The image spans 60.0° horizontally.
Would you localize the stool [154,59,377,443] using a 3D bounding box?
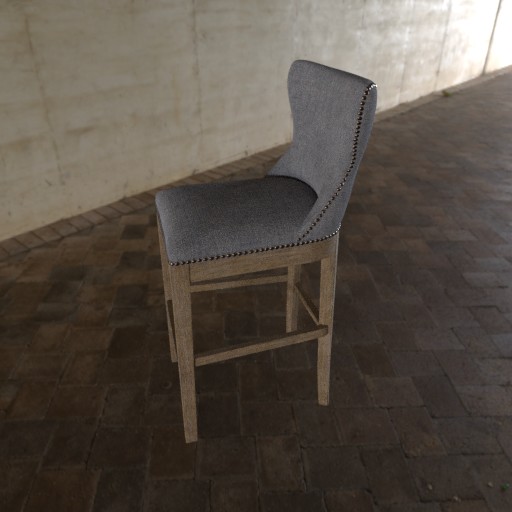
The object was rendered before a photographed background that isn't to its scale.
[{"bbox_3d":[0.000,0.000,1.447,0.606,1.123,0.494,-8,31,-14],"label":"stool"}]
